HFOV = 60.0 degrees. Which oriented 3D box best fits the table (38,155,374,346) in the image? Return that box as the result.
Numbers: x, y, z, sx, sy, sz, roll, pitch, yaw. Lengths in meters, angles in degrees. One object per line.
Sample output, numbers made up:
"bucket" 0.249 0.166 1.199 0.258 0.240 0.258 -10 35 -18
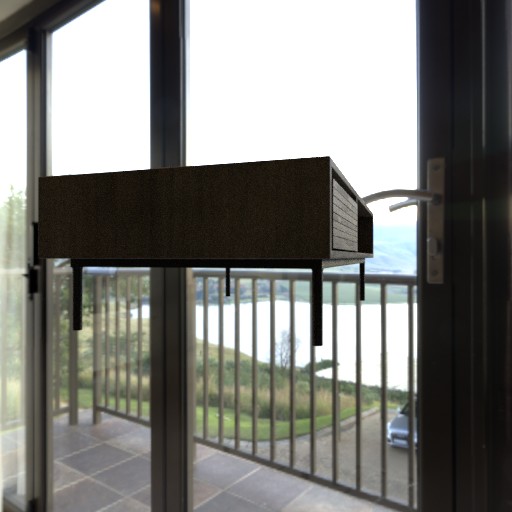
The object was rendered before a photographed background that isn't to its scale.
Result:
"table" 0.000 0.000 1.384 0.643 0.347 1.088 0 0 19
